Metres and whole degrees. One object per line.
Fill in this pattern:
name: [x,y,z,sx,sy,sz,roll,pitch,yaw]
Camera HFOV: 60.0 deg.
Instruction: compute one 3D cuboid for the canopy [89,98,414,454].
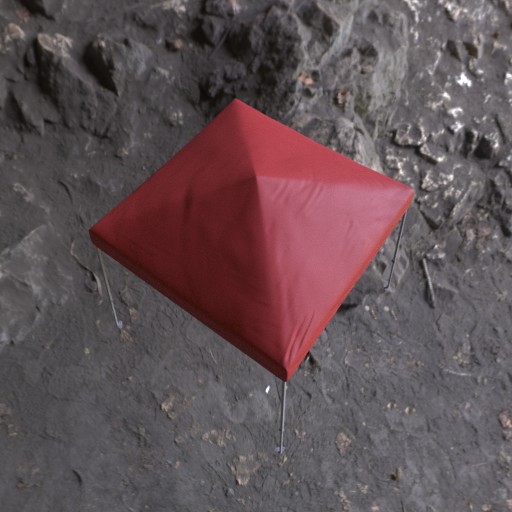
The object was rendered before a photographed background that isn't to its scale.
canopy: [0.000,0.000,5.226,2.848,2.849,2.849,32,65,17]
